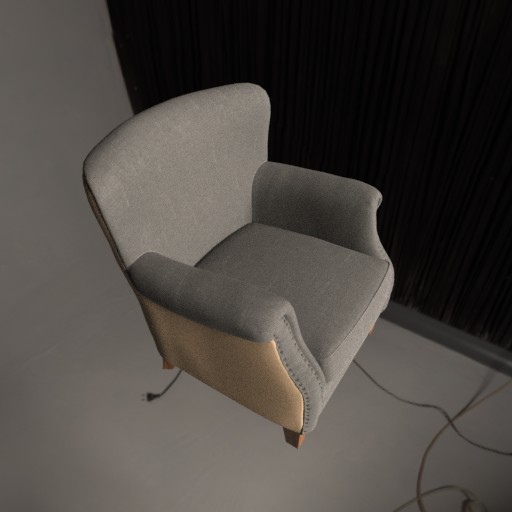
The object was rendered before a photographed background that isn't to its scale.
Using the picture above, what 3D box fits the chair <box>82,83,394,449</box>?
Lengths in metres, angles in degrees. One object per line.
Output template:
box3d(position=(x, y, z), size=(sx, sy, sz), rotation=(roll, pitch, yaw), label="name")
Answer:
box3d(position=(0.000, 0.000, 1.618), size=(0.921, 0.936, 0.861), rotation=(23, 46, 25), label="chair")
